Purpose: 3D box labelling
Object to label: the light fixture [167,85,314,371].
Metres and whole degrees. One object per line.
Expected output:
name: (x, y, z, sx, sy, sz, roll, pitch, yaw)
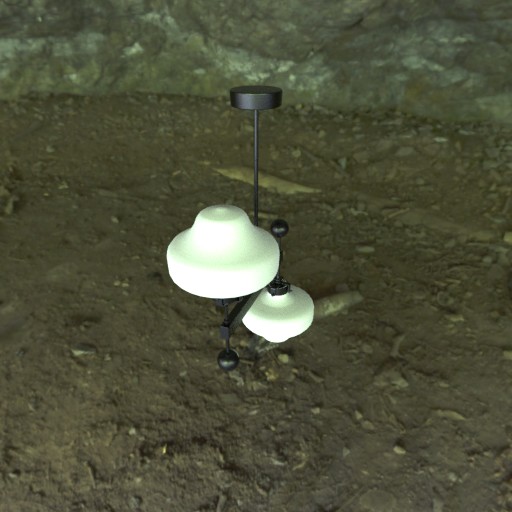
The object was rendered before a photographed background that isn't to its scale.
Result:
light fixture: (0.000, 0.000, 1.043, 0.422, 0.743, 0.489, -8, 30, -14)
